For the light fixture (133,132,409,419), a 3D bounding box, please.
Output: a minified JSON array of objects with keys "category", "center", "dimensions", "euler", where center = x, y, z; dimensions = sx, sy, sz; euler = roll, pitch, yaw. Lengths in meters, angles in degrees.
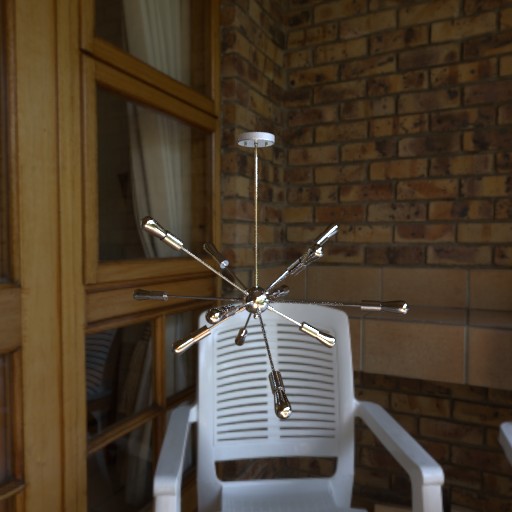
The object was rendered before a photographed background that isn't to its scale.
[{"category":"light fixture","center":[0.000,0.000,1.046],"dimensions":[0.684,0.558,0.509],"euler":[1,2,20]}]
